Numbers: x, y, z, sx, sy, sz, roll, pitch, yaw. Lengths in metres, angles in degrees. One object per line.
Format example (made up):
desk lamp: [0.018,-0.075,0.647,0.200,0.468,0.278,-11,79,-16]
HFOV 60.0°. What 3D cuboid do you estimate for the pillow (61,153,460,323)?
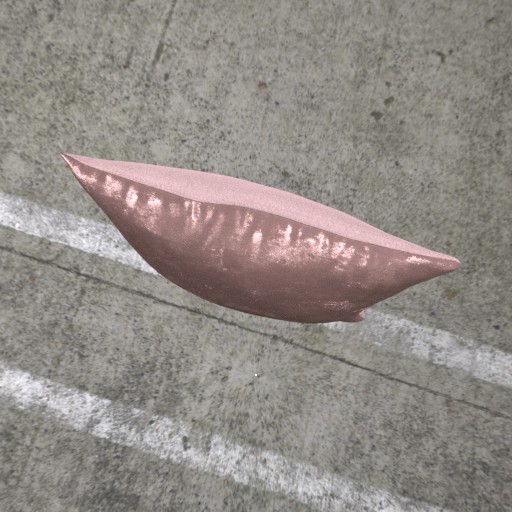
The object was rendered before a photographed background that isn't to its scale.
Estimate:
pillow: [0.000,0.000,0.716,0.470,0.464,0.175,17,76,4]
